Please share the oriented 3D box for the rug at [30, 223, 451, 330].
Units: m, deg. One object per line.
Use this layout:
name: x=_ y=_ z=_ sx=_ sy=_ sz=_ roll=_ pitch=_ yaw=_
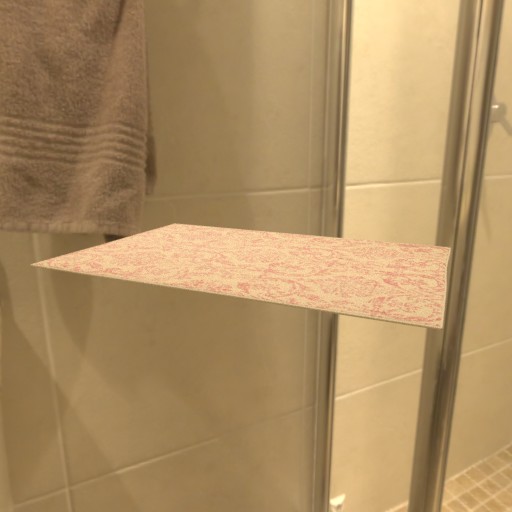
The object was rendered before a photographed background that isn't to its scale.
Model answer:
rug: x=0.000 y=0.000 z=3.437 sx=2.746 sy=0.018 sz=1.819 roll=6 pitch=16 yaw=23
